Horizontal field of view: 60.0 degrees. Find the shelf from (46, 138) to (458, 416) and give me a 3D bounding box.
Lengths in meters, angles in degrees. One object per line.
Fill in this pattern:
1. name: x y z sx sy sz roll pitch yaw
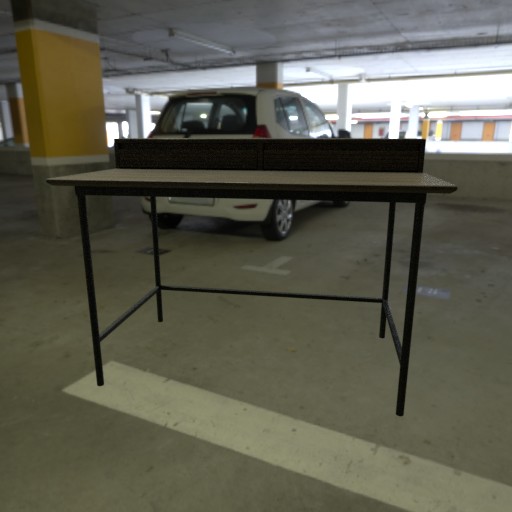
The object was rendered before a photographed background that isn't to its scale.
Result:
1. shelf: 0.000 0.000 1.691 1.212 0.865 0.685 3 15 9
